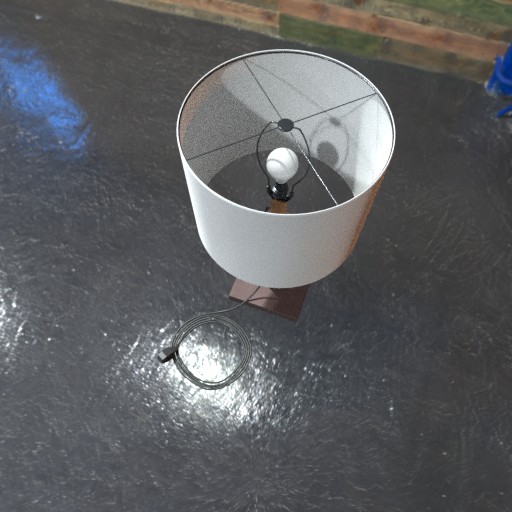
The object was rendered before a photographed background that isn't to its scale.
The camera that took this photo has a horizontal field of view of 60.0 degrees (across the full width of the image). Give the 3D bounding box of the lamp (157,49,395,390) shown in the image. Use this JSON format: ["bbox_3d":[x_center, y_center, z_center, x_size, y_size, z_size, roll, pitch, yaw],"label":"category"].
[{"bbox_3d":[0.000,0.000,0.986,0.396,0.668,0.525,18,64,9],"label":"lamp"}]
